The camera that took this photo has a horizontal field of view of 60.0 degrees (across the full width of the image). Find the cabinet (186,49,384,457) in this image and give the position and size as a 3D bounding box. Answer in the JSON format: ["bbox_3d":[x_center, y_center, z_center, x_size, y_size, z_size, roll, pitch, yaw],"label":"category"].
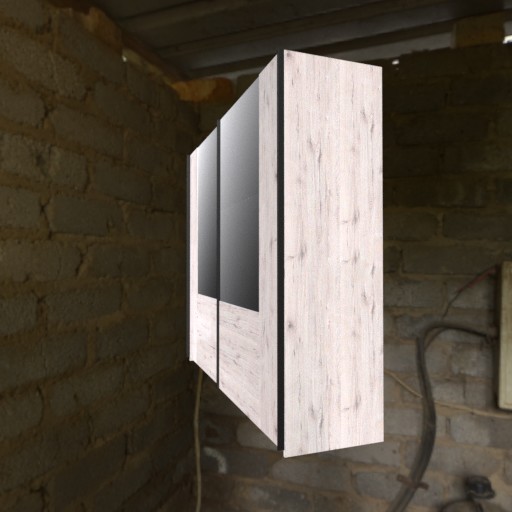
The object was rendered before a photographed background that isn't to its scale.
[{"bbox_3d":[0.000,0.000,3.642,0.660,2.180,2.500,0,-1,-20],"label":"cabinet"}]
